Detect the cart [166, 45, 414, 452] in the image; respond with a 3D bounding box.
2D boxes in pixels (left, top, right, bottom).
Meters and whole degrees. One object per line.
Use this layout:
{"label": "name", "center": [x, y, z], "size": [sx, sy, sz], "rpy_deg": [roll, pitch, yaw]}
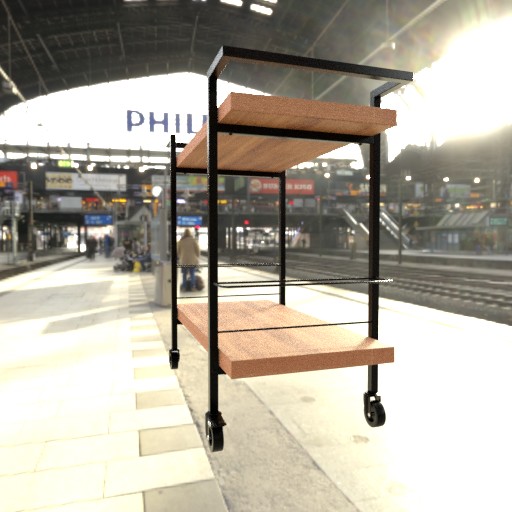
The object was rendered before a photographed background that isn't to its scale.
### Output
{"label": "cart", "center": [0.000, 0.000, 1.224], "size": [0.406, 0.762, 0.806], "rpy_deg": [-1, 2, -18]}
